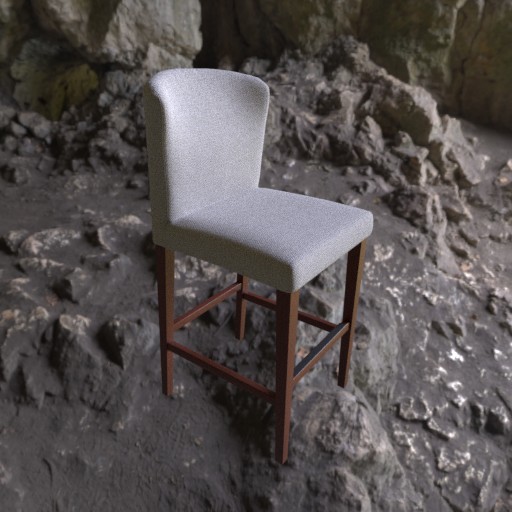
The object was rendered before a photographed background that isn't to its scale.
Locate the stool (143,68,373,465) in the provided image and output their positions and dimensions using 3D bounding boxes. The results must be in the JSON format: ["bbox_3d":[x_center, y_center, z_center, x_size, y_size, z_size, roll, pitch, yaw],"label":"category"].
[{"bbox_3d":[0.000,0.000,1.385,0.568,1.069,0.481,18,30,33],"label":"stool"}]
